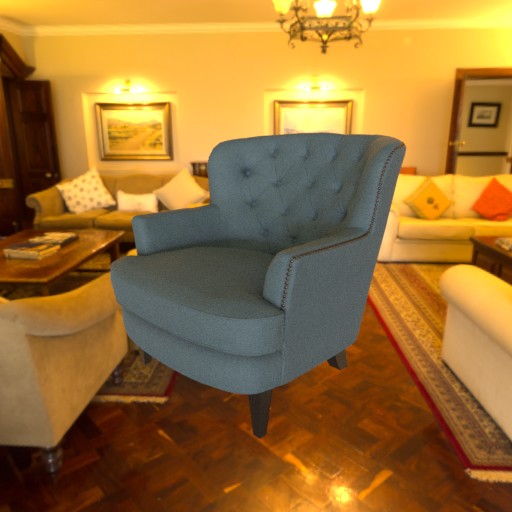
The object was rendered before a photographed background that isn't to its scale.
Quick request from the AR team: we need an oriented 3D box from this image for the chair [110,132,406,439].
[{"bbox_3d":[0.000,0.000,1.614,0.848,0.868,0.906,15,21,43],"label":"chair"}]
